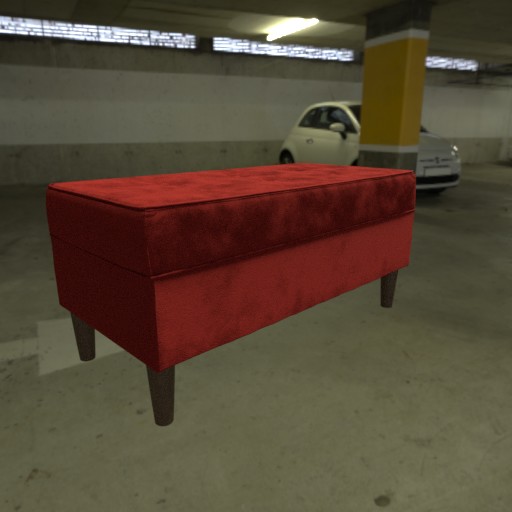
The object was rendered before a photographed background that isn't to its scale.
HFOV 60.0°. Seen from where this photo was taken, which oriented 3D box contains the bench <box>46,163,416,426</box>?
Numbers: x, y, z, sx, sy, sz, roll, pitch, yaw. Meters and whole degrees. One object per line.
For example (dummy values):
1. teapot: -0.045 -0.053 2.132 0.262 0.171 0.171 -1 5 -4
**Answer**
1. bench: 0.000 0.000 1.318 1.016 0.471 0.492 -15 22 -42
